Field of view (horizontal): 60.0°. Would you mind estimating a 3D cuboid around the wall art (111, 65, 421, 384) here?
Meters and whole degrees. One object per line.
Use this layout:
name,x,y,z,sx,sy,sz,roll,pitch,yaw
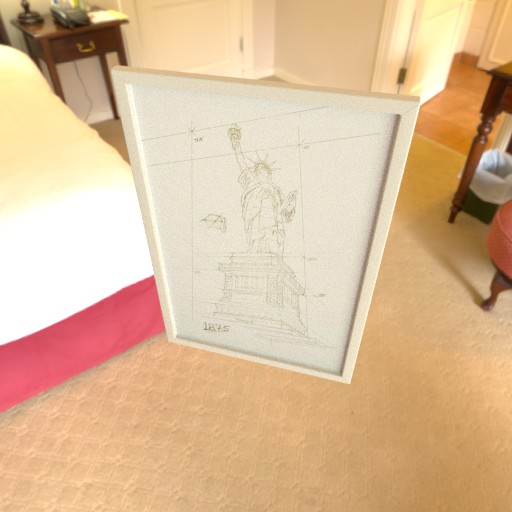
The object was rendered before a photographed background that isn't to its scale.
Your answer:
wall art,0.000,0.000,1.518,0.808,1.183,0.038,11,43,12
